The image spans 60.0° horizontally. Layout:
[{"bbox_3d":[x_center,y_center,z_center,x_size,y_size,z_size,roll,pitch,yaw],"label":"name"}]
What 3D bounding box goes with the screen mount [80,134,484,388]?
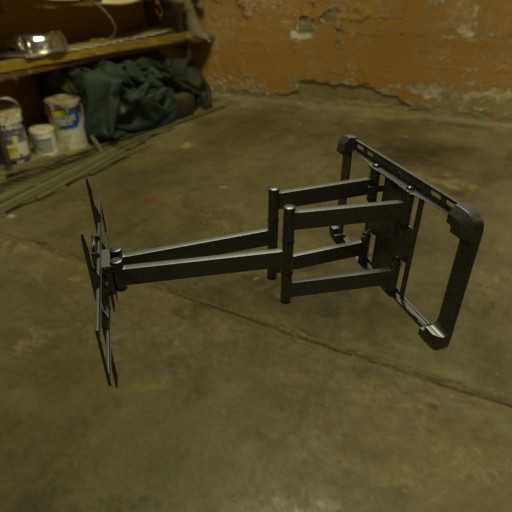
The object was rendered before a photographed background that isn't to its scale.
[{"bbox_3d":[0.000,0.000,1.336,0.905,0.483,0.725,-9,33,-14],"label":"screen mount"}]
